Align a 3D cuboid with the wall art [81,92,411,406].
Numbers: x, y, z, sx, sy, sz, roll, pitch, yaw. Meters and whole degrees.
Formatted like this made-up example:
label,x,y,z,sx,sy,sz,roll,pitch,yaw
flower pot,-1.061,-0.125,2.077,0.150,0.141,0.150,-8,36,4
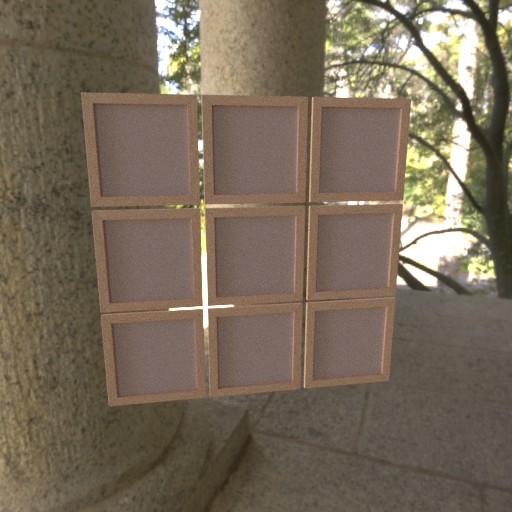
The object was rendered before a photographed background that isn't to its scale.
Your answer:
label,x,y,z,sx,sy,sz,roll,pitch,yaw
wall art,0.000,0.000,1.767,1.217,1.207,0.016,-2,14,-9
